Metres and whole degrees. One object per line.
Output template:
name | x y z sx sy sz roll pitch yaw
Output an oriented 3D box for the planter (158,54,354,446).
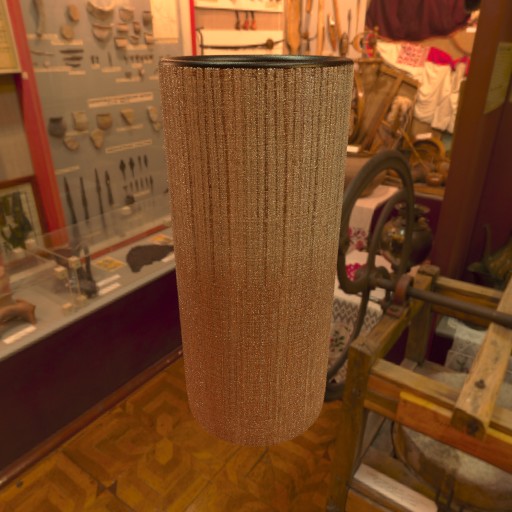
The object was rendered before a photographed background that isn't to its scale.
planter | 0.000 0.000 0.278 0.100 0.227 0.100 19 32 33
